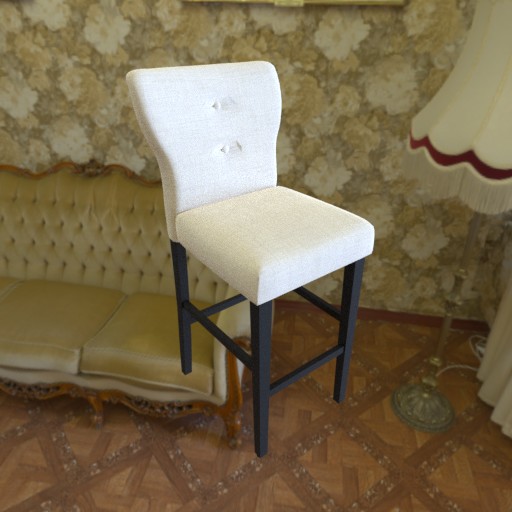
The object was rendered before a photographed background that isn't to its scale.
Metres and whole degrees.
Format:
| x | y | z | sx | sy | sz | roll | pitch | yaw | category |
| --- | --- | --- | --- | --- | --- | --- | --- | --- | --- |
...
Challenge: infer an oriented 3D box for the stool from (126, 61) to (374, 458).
| x | y | z | sx | sy | sz | roll | pitch | yaw | category |
| --- | --- | --- | --- | --- | --- | --- | --- | --- | --- |
| 0.000 | 0.000 | 1.460 | 0.516 | 1.124 | 0.603 | -21 | 35 | -32 | stool |
